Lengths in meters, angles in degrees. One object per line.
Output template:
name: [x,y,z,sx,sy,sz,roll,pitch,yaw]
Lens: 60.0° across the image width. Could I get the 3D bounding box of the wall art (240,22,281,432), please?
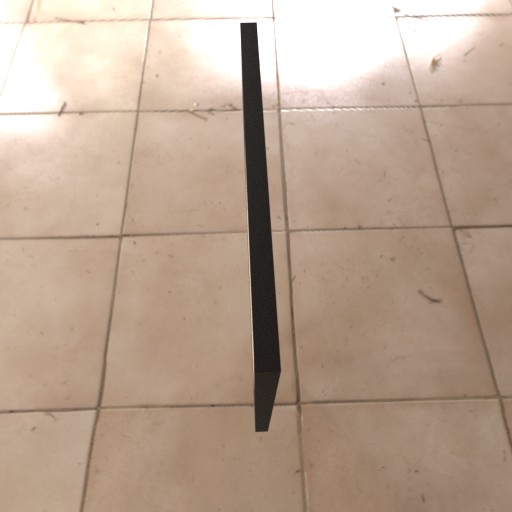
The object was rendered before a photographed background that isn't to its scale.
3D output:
wall art: [0.000,0.000,0.455,0.015,0.304,0.306,-2,62,-1]
